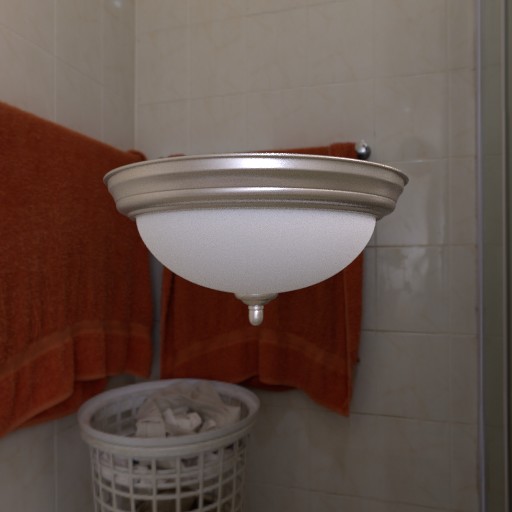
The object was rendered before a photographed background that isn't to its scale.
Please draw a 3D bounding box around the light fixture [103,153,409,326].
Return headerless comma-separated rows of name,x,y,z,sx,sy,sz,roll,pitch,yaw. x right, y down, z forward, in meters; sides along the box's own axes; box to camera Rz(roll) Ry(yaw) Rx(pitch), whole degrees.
light fixture,0.000,0.000,0.429,0.280,0.135,0.280,0,0,0
